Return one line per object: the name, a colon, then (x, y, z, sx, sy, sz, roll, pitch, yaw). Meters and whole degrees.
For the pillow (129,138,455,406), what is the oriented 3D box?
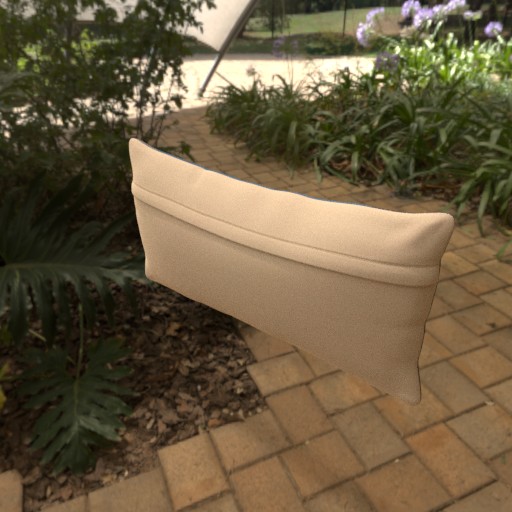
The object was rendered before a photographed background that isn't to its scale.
pillow: (0.000, 0.000, 0.740, 0.604, 0.307, 0.148, 20, 34, 33)
